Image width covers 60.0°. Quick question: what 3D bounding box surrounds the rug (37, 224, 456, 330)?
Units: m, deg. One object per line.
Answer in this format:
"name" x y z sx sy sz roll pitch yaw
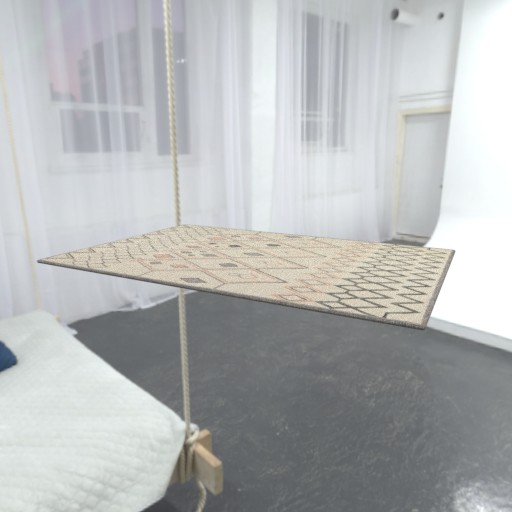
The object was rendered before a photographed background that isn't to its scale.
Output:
"rug" 0.000 0.000 2.316 1.829 0.016 1.219 7 15 27
